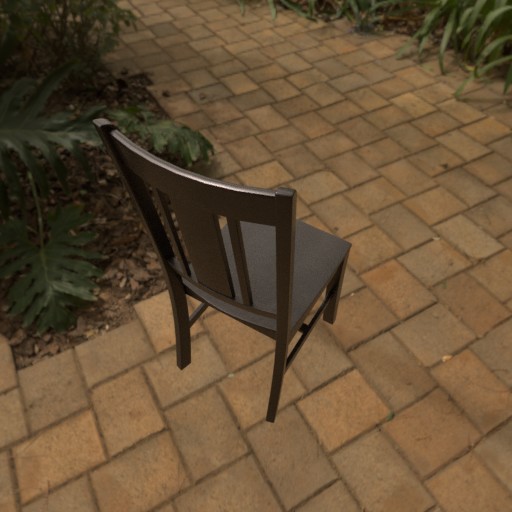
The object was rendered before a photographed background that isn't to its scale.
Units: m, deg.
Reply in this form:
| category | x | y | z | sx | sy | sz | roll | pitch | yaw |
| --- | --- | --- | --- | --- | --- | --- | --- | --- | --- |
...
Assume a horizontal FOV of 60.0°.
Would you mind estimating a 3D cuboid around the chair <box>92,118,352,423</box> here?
| category | x | y | z | sx | sy | sz | roll | pitch | yaw |
| --- | --- | --- | --- | --- | --- | --- | --- | --- | --- |
| chair | 0.000 | 0.000 | 1.308 | 0.450 | 0.998 | 0.555 | 24 | 51 | 21 |
